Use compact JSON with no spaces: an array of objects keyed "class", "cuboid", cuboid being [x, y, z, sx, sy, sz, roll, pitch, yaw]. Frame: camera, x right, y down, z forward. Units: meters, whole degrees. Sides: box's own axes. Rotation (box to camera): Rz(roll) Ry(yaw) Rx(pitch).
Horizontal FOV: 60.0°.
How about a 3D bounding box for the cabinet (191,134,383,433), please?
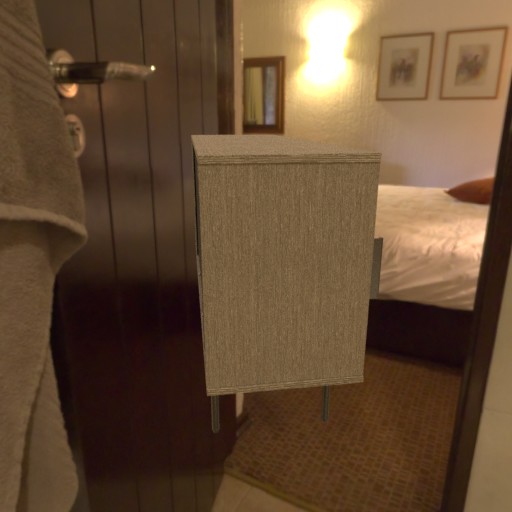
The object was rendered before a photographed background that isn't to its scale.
[{"class":"cabinet","cuboid":[0.000,0.000,1.561,0.405,0.787,1.194,-3,17,-8]}]
